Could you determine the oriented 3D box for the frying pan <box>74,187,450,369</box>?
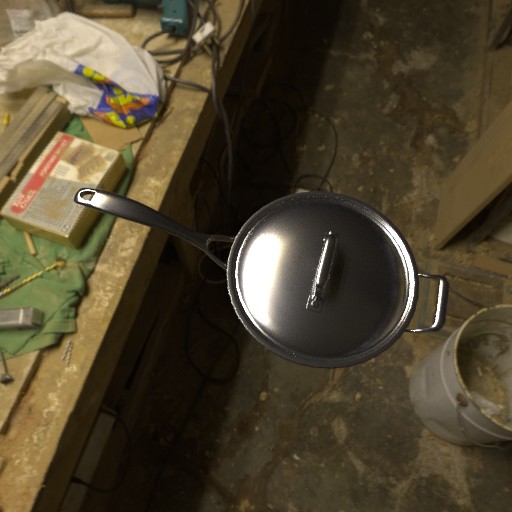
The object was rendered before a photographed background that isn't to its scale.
[{"bbox_3d":[0.000,0.000,0.666,0.561,0.114,0.280,15,65,7],"label":"frying pan"}]
